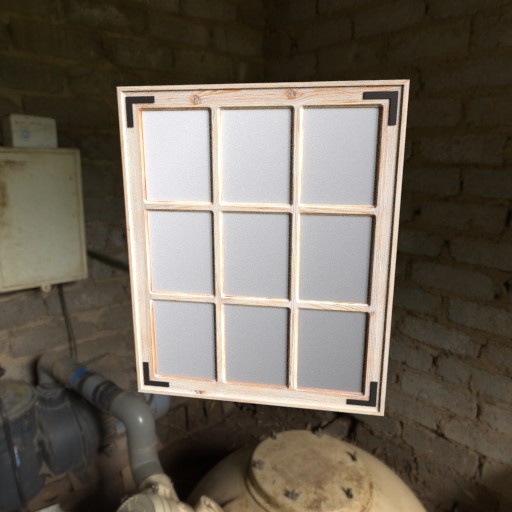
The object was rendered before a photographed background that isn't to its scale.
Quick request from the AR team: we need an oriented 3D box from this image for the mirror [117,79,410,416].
[{"bbox_3d":[0.000,0.000,1.211,0.730,0.882,0.032,2,14,10],"label":"mirror"}]
